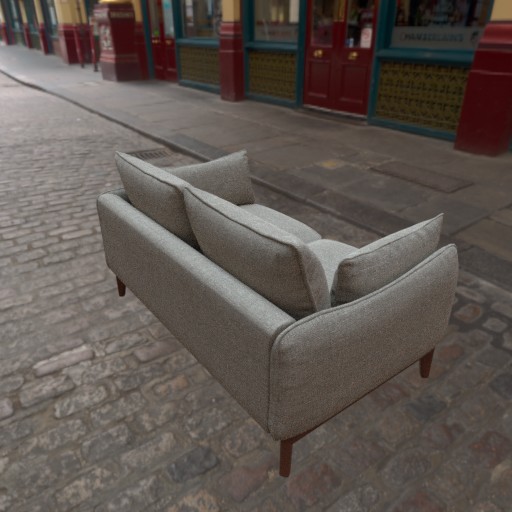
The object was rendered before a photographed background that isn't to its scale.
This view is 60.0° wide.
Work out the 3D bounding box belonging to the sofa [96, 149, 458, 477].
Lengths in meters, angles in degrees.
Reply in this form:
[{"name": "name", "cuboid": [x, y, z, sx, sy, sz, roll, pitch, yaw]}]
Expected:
[{"name": "sofa", "cuboid": [0.000, 0.000, 2.096, 0.972, 0.851, 1.580, -19, 33, -32]}]
